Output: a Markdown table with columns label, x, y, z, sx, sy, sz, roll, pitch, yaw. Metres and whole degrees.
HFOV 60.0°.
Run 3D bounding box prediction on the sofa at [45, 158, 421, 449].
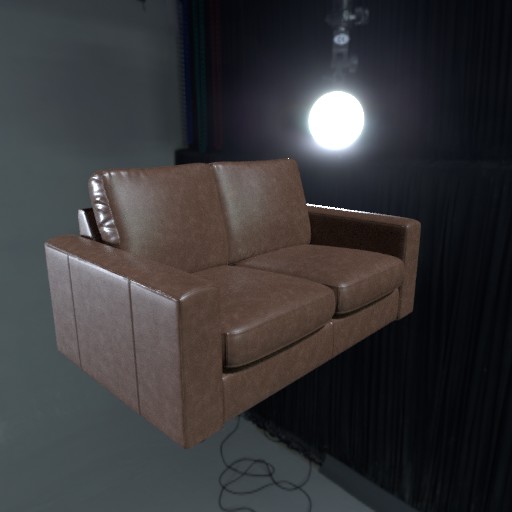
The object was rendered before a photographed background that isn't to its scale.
| label | x | y | z | sx | sy | sz | roll | pitch | yaw |
| --- | --- | --- | --- | --- | --- | --- | --- | --- | --- |
| sofa | 0.000 | 0.000 | 2.172 | 1.016 | 0.873 | 1.616 | 14 | 21 | 42 |
